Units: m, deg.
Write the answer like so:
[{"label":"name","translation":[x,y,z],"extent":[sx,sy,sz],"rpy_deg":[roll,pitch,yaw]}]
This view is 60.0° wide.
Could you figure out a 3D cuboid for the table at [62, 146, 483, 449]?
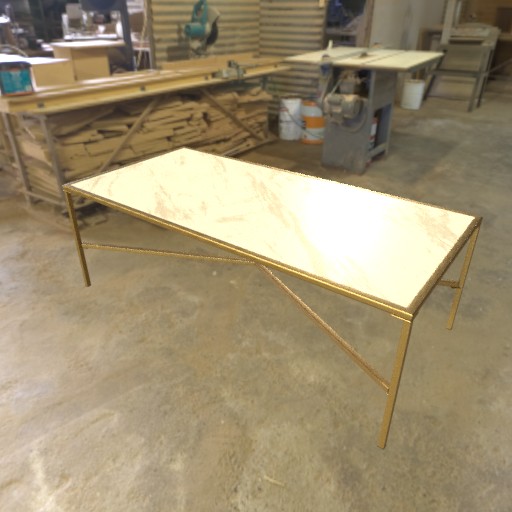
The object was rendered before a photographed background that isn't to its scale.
[{"label":"table","translation":[0.000,0.000,1.481],"extent":[1.197,0.405,0.577],"rpy_deg":[20,36,31]}]
